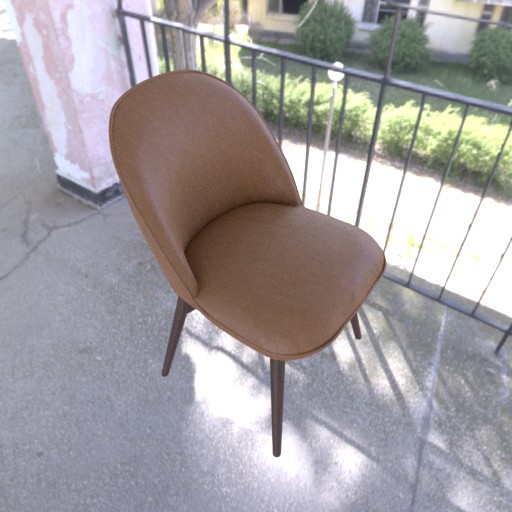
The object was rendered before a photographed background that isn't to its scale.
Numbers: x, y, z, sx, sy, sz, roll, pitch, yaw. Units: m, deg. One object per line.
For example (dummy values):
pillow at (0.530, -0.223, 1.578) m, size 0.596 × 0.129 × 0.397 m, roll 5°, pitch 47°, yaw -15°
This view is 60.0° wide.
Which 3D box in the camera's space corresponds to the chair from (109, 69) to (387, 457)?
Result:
chair at (0.000, 0.000, 1.207) m, size 0.631 × 0.831 × 0.521 m, roll 26°, pitch 48°, yaw 26°
